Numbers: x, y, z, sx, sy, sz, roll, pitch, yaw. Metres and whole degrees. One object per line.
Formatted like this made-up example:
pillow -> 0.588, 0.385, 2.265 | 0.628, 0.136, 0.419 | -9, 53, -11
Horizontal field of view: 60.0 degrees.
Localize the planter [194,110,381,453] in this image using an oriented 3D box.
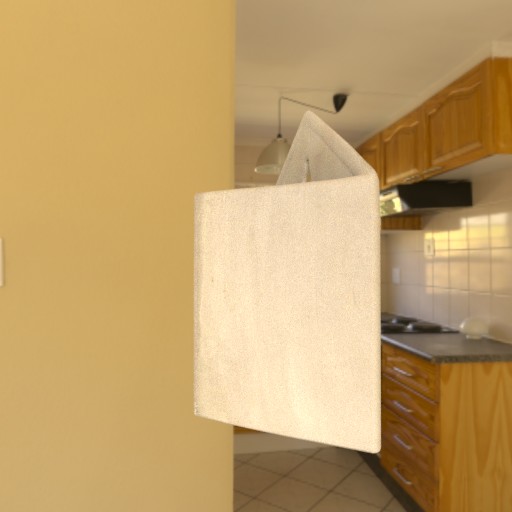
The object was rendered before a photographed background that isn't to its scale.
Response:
planter -> 0.000, 0.000, 0.283 | 0.080, 0.194, 0.163 | 0, -1, -18
